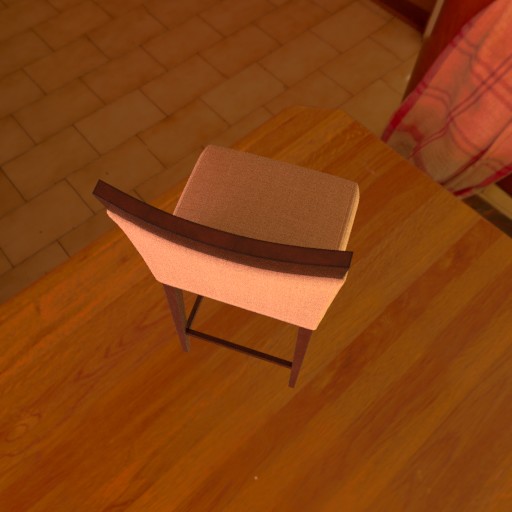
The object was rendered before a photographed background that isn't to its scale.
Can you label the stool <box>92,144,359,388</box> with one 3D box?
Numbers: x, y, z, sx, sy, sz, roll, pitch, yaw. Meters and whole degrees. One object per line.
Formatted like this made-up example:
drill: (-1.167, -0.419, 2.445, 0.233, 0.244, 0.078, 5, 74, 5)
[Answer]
stool: (0.000, 0.000, 1.261, 0.463, 1.011, 0.480, 16, 65, 8)
